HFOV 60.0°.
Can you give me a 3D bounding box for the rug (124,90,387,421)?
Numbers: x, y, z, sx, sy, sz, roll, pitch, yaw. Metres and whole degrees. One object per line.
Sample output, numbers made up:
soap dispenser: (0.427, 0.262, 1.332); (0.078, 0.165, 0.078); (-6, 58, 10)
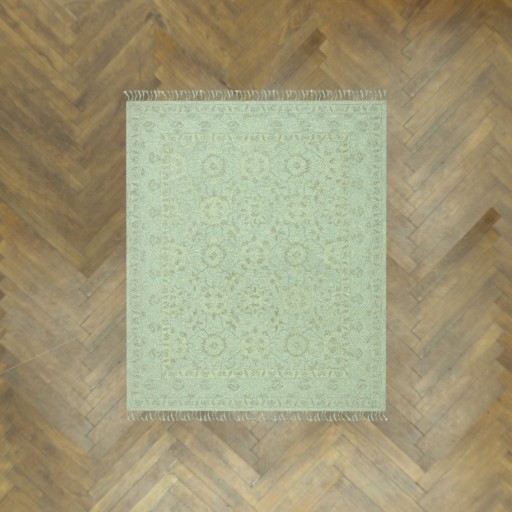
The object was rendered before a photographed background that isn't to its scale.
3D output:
rug: (0.000, 0.000, 4.071); (2.444, 0.013, 3.043); (0, 90, 0)
